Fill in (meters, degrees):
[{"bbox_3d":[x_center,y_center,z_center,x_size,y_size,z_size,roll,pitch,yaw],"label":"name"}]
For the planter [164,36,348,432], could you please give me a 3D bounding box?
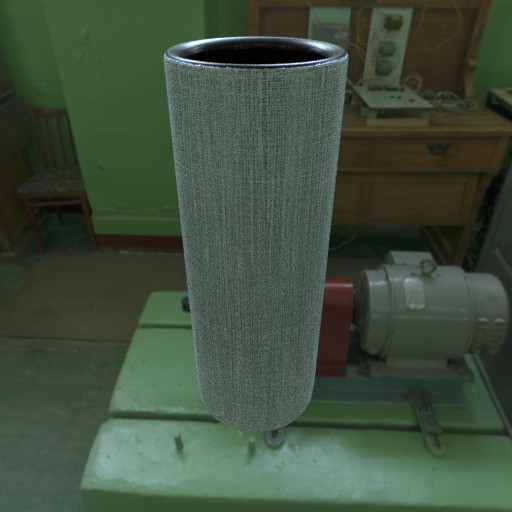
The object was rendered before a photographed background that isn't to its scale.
[{"bbox_3d":[0.000,0.000,0.315,0.100,0.270,0.100,0,33,1],"label":"planter"}]
